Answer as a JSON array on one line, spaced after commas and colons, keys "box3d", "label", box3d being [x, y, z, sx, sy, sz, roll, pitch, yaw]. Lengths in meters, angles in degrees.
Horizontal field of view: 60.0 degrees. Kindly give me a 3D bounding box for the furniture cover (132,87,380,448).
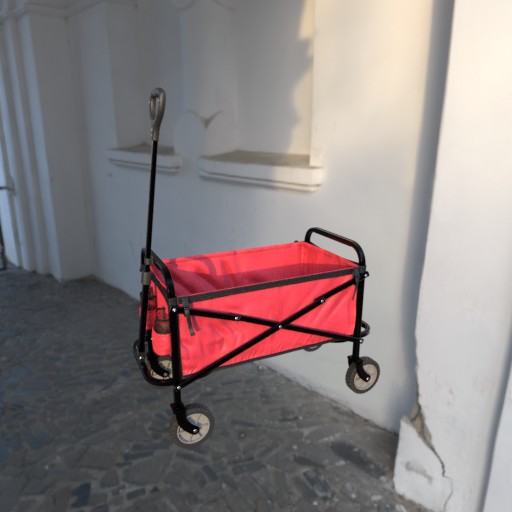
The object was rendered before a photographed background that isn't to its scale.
[{"box3d": [0.000, 0.000, 1.851, 1.038, 1.295, 0.532, -8, 19, -25], "label": "furniture cover"}]
